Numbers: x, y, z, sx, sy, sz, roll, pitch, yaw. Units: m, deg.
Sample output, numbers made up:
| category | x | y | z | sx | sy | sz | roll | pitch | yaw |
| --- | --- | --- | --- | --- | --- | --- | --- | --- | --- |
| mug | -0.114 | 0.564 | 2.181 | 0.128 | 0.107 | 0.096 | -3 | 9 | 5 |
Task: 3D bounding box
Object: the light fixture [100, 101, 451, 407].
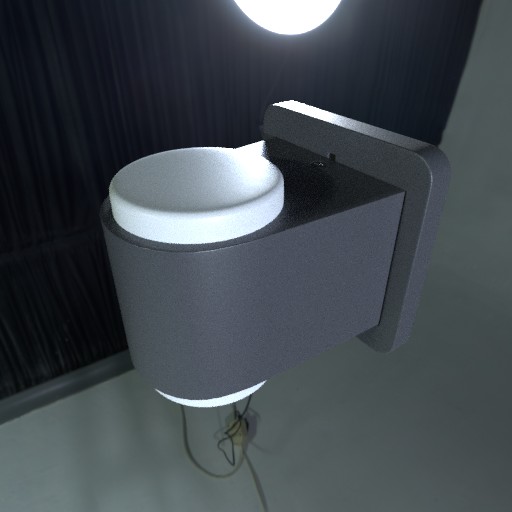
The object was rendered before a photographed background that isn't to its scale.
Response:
| category | x | y | z | sx | sy | sz | roll | pitch | yaw |
| --- | --- | --- | --- | --- | --- | --- | --- | --- | --- |
| light fixture | 0.000 | 0.000 | 0.211 | 0.132 | 0.109 | 0.109 | -22 | 39 | -30 |
